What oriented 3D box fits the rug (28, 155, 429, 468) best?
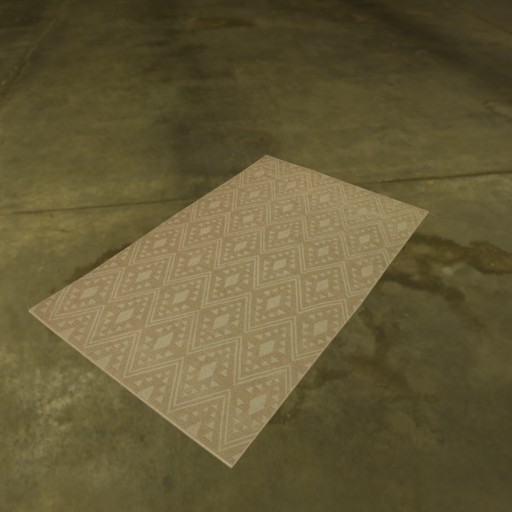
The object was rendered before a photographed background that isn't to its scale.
[{"bbox_3d":[0.000,0.000,3.017,1.553,0.053,2.430,26,47,27],"label":"rug"}]
